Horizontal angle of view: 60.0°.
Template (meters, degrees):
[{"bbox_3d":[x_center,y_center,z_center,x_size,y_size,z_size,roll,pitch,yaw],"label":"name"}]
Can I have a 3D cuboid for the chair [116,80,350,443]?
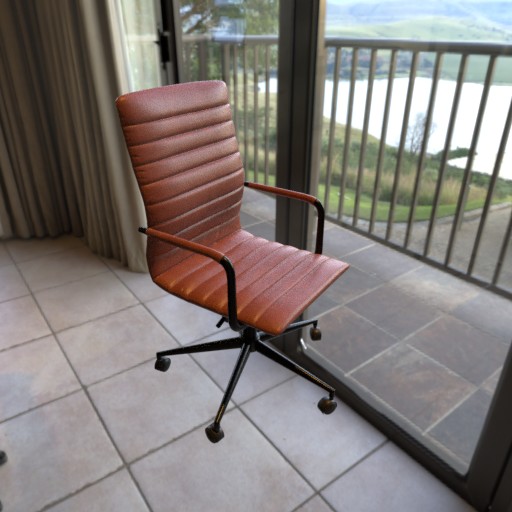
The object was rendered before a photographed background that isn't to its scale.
[{"bbox_3d":[0.000,0.000,1.261,0.578,0.878,0.600,18,33,30],"label":"chair"}]
